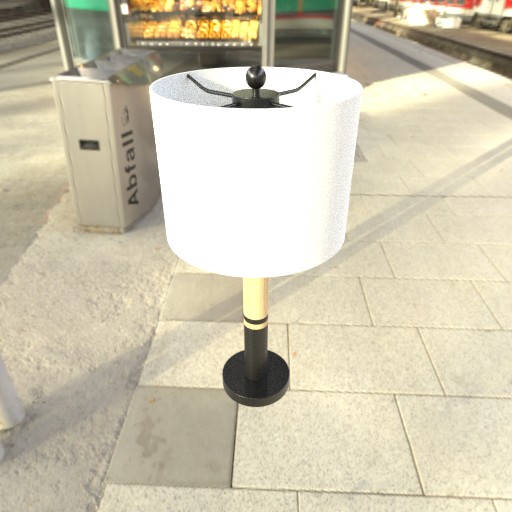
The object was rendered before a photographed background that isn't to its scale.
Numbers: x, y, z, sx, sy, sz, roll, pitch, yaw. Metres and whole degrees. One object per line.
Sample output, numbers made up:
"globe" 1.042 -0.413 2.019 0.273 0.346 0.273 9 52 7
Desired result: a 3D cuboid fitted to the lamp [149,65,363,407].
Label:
"lamp" 0.000 0.000 0.801 0.305 0.640 0.305 0 32 0
